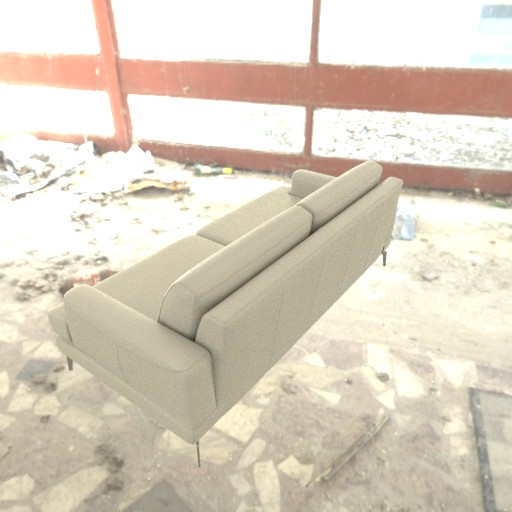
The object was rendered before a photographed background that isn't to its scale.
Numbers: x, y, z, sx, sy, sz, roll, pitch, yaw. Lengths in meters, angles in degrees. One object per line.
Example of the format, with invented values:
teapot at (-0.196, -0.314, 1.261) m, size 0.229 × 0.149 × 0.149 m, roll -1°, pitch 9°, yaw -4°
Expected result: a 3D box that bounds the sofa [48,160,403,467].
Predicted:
sofa at (0.000, 0.000, 2.427) m, size 0.974 × 0.765 × 1.940 m, roll 21°, pitch 37°, yaw 31°
